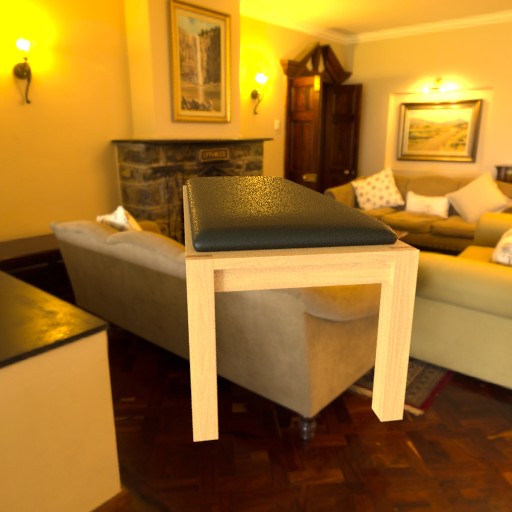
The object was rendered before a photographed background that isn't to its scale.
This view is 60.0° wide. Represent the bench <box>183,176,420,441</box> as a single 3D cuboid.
[{"bbox_3d":[0.000,0.000,1.443,0.450,0.430,1.202,-2,16,-9],"label":"bench"}]
